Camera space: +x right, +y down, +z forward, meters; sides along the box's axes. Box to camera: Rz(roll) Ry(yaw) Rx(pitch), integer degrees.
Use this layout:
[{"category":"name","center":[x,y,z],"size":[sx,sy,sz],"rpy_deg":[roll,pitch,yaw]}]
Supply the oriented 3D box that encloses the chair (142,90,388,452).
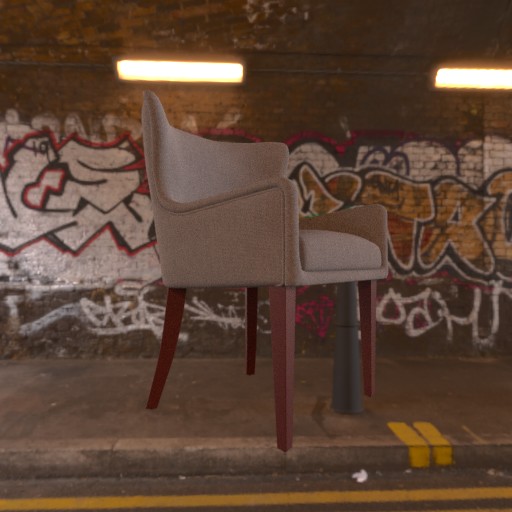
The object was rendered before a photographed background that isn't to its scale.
[{"category":"chair","center":[0.000,0.000,1.461],"size":[0.677,0.948,0.732],"rpy_deg":[-1,-1,36]}]
